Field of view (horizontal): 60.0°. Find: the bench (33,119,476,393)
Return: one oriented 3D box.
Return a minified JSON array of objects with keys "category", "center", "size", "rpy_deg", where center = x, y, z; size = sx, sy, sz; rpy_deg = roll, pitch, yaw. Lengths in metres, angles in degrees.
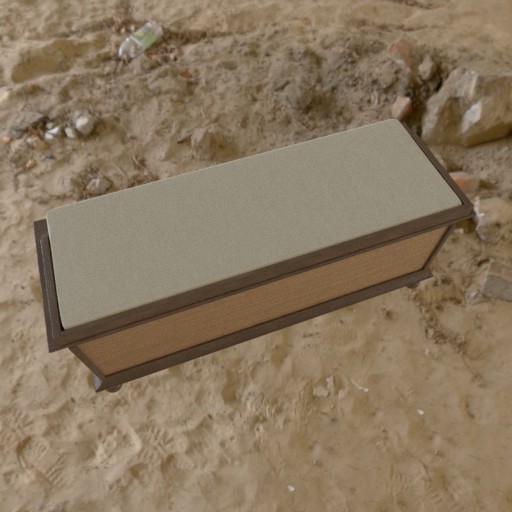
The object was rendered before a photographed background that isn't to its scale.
[{"category":"bench","center":[0.000,0.000,1.418],"size":[1.185,0.501,0.402],"rpy_deg":[-17,60,-10]}]
